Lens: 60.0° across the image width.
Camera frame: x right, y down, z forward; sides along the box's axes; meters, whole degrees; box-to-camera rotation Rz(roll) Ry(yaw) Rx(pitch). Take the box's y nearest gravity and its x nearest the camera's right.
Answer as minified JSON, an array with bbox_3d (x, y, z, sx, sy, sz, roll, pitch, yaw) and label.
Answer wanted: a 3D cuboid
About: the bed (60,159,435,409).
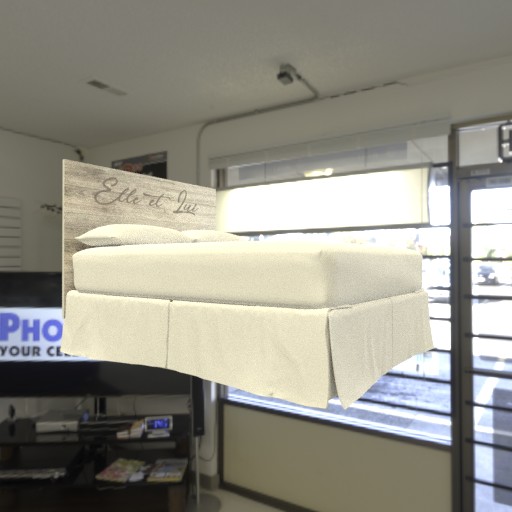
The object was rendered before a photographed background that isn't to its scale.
[{"bbox_3d":[0.000,0.000,3.146,2.094,1.335,1.745,0,-1,35],"label":"bed"}]
